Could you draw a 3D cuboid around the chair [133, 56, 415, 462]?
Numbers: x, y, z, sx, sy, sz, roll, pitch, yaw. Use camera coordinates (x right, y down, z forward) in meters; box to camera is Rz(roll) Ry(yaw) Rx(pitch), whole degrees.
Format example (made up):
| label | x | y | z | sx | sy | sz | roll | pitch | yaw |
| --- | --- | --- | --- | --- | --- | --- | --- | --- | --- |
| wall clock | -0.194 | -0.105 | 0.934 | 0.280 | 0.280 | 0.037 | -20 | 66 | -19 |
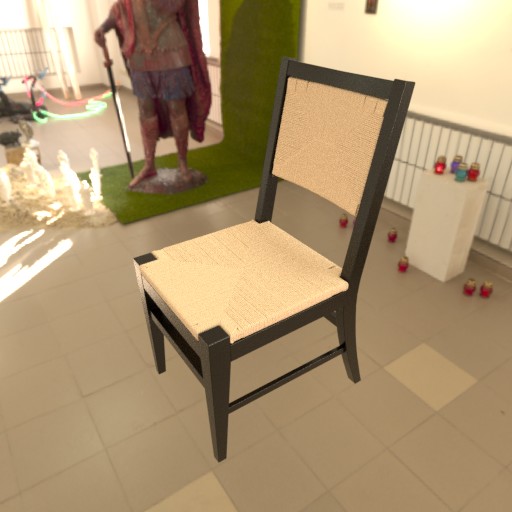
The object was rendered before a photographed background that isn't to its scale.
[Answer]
| label | x | y | z | sx | sy | sz | roll | pitch | yaw |
| --- | --- | --- | --- | --- | --- | --- | --- | --- | --- |
| chair | 0.000 | 0.000 | 1.221 | 0.552 | 0.927 | 0.437 | -20 | 37 | -29 |
